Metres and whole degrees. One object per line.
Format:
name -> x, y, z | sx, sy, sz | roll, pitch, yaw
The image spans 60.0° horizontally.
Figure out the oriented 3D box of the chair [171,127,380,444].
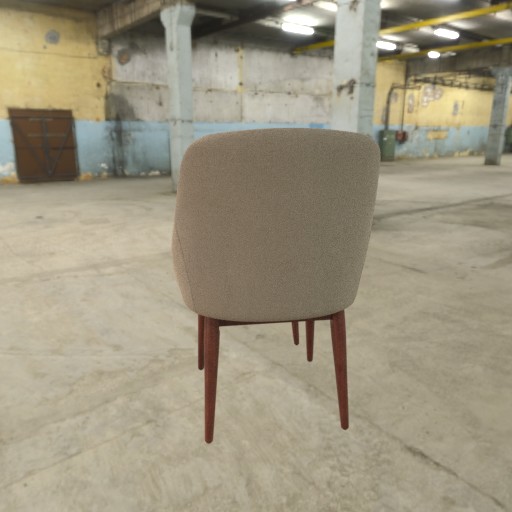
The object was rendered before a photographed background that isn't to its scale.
chair -> 0.000, 0.000, 1.606 | 0.584, 0.866, 1.114 | -2, 15, -8
